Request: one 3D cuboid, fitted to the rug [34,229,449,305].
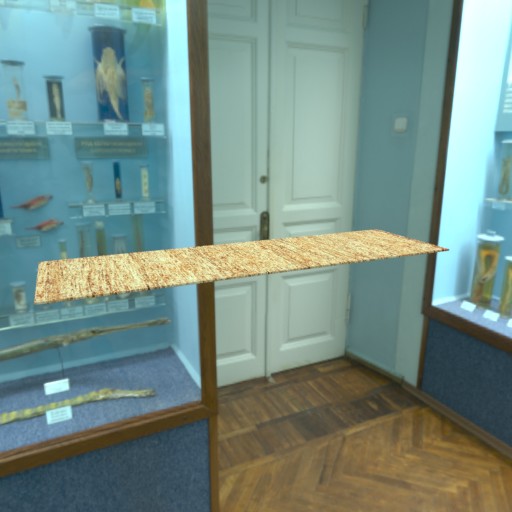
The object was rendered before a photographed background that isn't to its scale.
[{"bbox_3d":[0.000,0.000,2.507,2.237,0.014,0.680,-6,16,-23],"label":"rug"}]
